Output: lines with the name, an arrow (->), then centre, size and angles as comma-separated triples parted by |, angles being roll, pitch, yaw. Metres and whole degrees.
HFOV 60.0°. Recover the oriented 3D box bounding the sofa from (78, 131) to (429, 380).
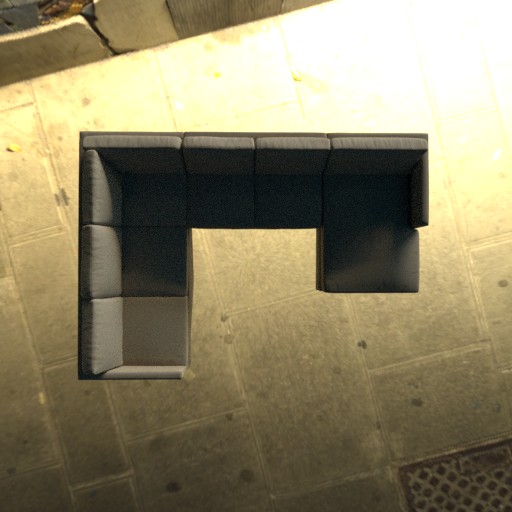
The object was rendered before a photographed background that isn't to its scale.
sofa -> 0.000, 0.000, 4.570 | 3.460, 0.882, 2.427 | 0, 89, -1
